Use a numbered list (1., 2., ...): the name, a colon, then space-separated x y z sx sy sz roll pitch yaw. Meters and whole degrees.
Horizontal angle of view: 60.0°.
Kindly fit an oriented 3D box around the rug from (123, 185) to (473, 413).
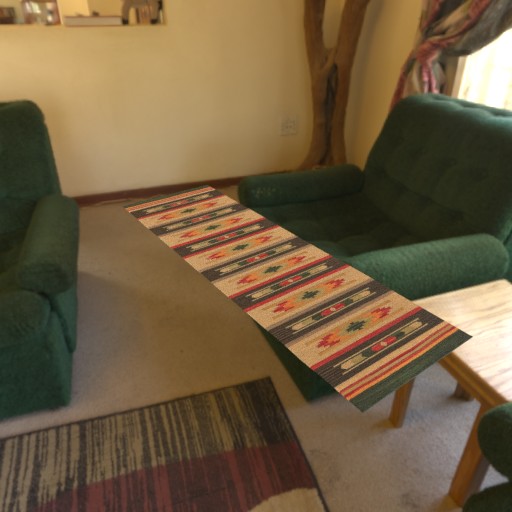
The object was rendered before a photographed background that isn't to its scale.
1. rug: 0.000 0.000 2.752 0.760 0.009 2.440 -20 36 -31
